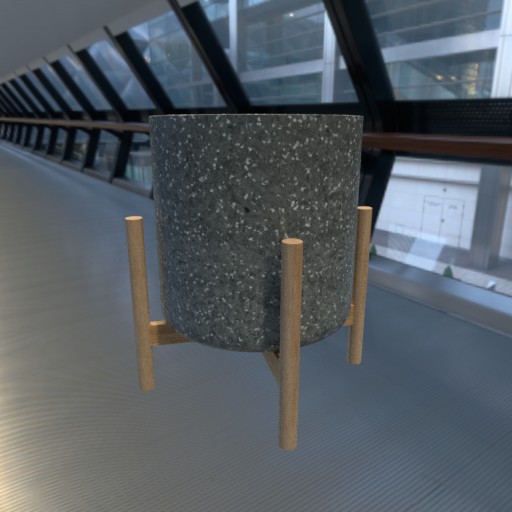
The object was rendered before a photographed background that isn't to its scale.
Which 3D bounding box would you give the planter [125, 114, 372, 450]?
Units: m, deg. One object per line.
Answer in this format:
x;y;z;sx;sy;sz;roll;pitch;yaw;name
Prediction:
0.000;0.000;0.700;0.360;0.419;0.360;3;16;9;planter
